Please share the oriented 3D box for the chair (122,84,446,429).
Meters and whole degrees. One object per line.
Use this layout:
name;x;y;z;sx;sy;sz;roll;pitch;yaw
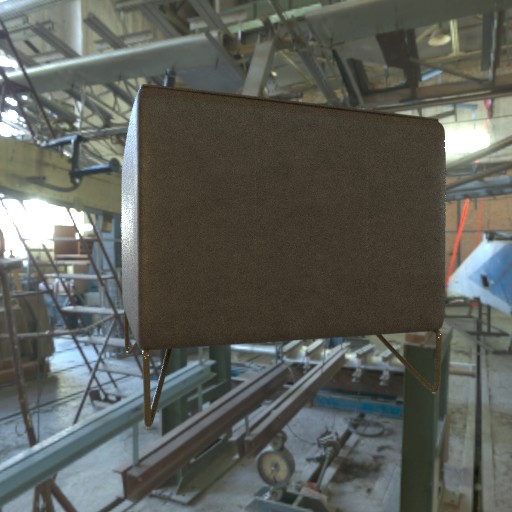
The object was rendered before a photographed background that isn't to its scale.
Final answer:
chair;0.000;0.000;1.539;0.880;0.790;0.894;0;0;-19
